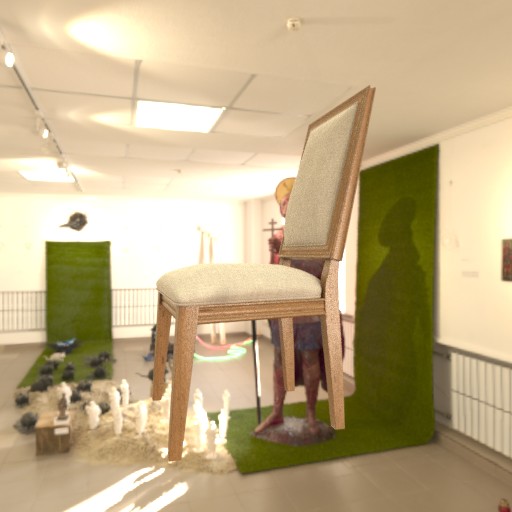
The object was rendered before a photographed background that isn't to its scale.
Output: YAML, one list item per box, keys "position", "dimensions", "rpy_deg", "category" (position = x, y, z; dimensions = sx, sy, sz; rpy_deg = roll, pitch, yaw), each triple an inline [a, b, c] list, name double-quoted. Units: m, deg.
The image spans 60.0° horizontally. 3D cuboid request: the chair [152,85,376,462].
- position: [0.000, 0.000, 1.394]
  dimensions: [0.601, 0.988, 0.536]
  rpy_deg: [0, 0, -18]
  category: "chair"
